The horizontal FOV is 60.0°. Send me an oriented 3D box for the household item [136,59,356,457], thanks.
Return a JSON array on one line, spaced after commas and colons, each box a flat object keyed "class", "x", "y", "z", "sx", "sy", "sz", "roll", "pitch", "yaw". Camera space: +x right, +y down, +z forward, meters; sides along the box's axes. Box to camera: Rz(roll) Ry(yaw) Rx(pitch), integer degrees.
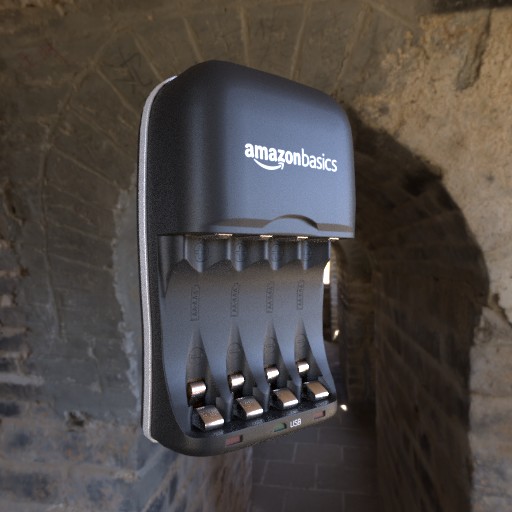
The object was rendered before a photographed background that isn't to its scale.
[{"class": "household item", "x": 0.000, "y": 0.000, "z": 0.144, "sx": 0.070, "sy": 0.114, "sz": 0.038, "roll": 0, "pitch": 0, "yaw": -37}]
